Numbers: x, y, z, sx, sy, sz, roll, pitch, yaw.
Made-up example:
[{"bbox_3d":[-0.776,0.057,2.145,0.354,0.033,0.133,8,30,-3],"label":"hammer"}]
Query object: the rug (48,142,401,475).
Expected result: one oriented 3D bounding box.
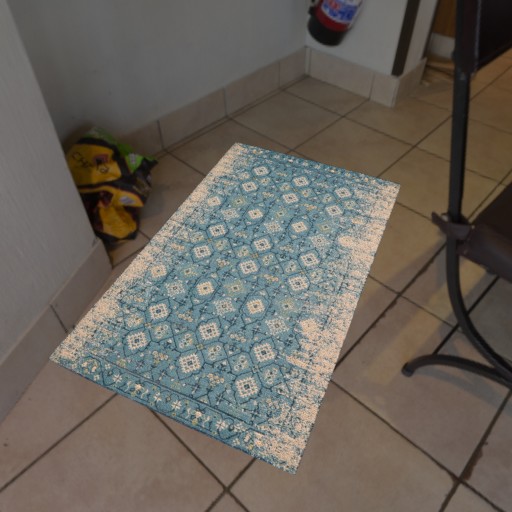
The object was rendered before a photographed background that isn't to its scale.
[{"bbox_3d":[0.000,0.000,2.242,1.102,0.008,1.795,18,50,16],"label":"rug"}]
